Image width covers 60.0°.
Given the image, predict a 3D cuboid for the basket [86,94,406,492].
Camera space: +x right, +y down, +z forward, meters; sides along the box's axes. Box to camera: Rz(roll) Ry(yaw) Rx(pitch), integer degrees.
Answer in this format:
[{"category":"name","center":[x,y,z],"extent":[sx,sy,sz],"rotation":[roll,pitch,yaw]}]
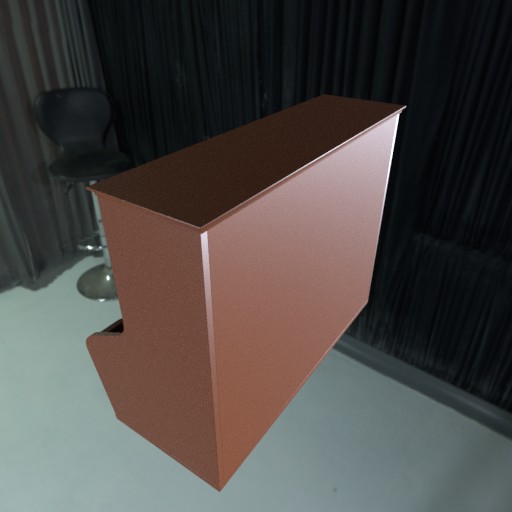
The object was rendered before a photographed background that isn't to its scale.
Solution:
[{"category":"basket","center":[0.000,0.000,1.103],"extent":[0.376,0.625,0.792],"rotation":[20,37,29]}]
